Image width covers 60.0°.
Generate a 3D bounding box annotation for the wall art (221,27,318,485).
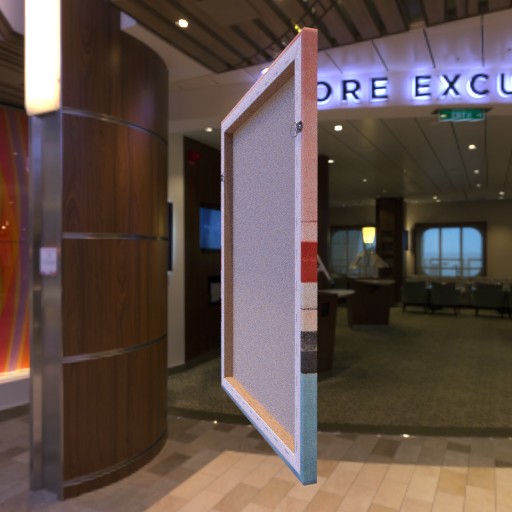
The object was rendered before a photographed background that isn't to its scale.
[{"bbox_3d":[0.000,0.000,1.348,0.039,1.016,0.761,0,1,-18],"label":"wall art"}]
